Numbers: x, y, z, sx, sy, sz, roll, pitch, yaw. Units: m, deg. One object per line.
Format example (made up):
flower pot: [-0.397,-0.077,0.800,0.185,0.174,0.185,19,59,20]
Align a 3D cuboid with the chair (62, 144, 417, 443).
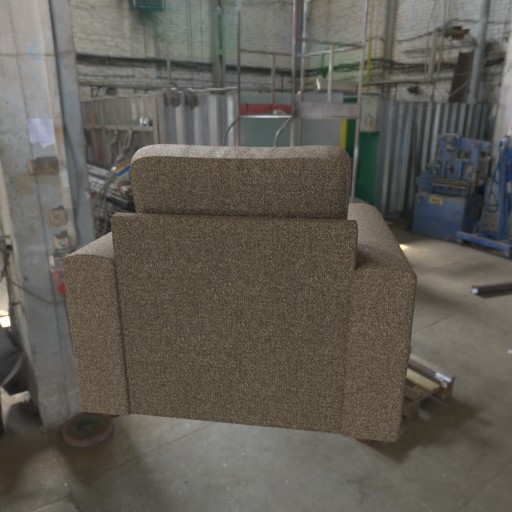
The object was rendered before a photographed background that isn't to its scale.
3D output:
chair: [0.000,0.000,1.726,1.005,0.873,1.016,2,17,8]
